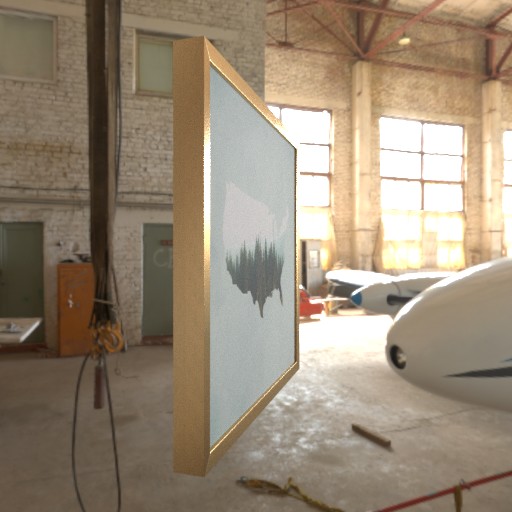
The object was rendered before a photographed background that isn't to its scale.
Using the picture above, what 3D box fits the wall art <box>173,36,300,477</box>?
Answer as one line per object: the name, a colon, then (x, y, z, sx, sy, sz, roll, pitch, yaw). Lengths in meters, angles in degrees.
wall art: (0.000, 0.000, 0.759, 0.040, 0.509, 0.509, 0, 0, 18)
